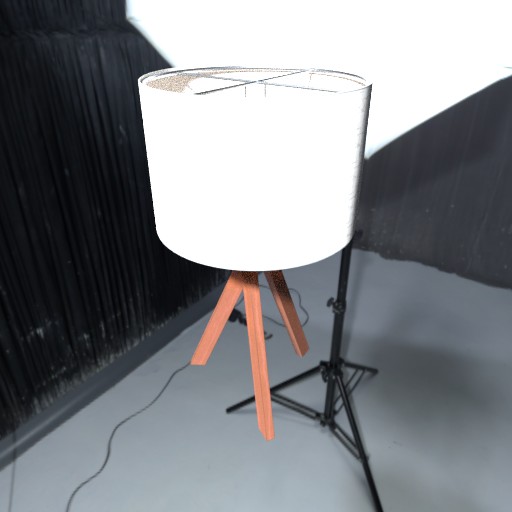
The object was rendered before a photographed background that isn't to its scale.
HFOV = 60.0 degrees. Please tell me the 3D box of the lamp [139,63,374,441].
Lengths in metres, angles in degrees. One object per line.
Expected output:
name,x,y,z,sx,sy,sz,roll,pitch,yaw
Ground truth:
lamp,0.000,0.000,0.905,0.380,0.686,0.380,20,35,31
